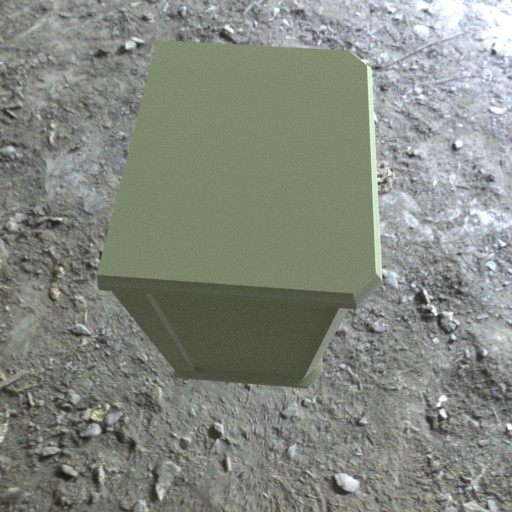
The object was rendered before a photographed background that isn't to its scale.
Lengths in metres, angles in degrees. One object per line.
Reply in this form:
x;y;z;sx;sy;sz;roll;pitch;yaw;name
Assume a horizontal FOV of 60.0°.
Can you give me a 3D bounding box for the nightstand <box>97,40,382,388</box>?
0.000;0.000;0.919;0.351;0.681;0.435;4;64;2;nightstand
